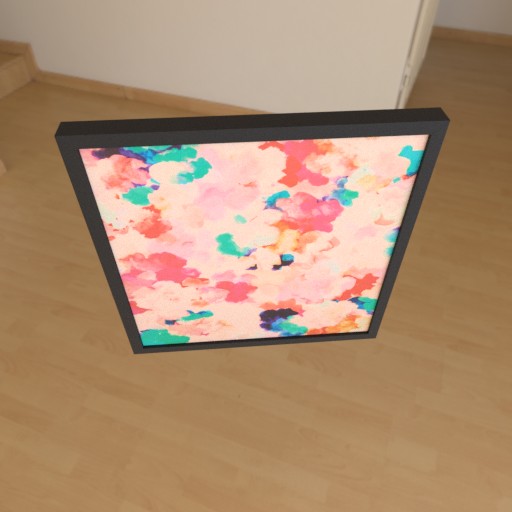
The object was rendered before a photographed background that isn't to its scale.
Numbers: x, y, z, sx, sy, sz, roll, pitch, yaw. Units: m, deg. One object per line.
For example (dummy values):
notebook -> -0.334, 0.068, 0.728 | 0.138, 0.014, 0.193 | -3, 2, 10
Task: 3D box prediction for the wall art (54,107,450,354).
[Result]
wall art -> 0.000, 0.000, 0.757 | 0.506, 0.503, 0.036 | -3, 46, -3
